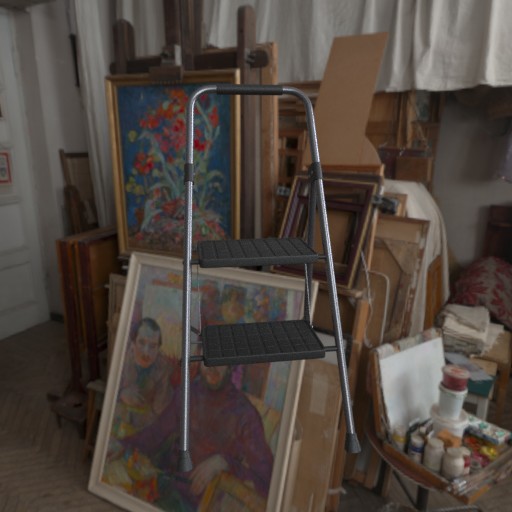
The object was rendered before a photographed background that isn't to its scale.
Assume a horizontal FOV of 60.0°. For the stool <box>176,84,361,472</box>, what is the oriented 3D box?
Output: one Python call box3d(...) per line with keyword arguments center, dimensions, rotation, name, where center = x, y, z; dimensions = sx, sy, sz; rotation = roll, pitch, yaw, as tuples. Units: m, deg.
box3d(center=(0.000, 0.000, 1.173), dimensions=(0.450, 0.872, 0.514), rotation=(-2, 16, -8), name="stool")
